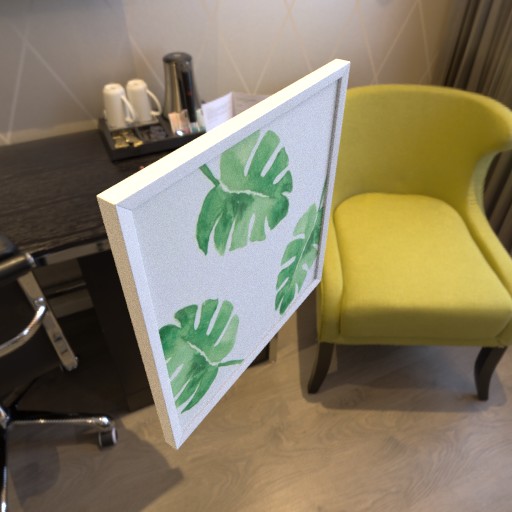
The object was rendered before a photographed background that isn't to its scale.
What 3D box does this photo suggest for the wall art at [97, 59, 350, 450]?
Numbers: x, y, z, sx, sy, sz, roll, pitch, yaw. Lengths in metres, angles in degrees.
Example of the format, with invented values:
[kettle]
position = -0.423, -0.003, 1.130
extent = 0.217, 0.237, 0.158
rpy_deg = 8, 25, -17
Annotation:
[wall art]
position = 0.000, 0.000, 1.129
extent = 0.040, 0.762, 0.762
rpy_deg = 25, 47, 26
